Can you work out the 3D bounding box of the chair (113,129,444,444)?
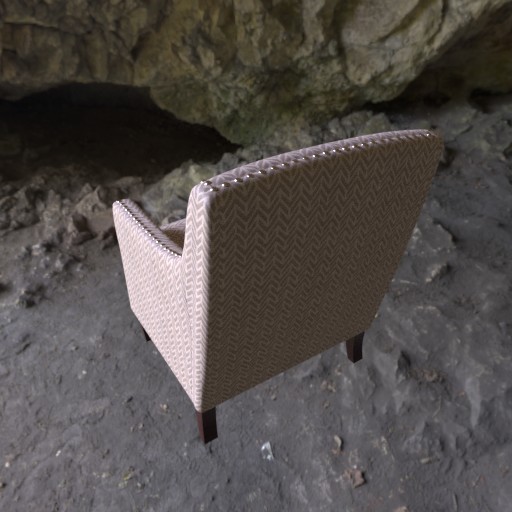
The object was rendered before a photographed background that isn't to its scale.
[{"bbox_3d":[0.000,0.000,1.297,0.623,0.816,0.651,-19,36,-28],"label":"chair"}]
